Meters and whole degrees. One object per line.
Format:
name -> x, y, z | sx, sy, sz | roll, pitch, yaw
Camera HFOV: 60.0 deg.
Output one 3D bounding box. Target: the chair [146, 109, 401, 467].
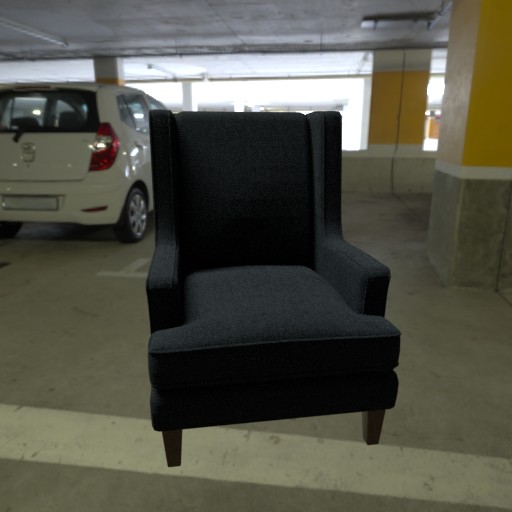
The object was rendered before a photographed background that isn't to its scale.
chair -> 0.000, 0.000, 1.667 | 0.764, 1.072, 0.947 | -2, 15, -9
